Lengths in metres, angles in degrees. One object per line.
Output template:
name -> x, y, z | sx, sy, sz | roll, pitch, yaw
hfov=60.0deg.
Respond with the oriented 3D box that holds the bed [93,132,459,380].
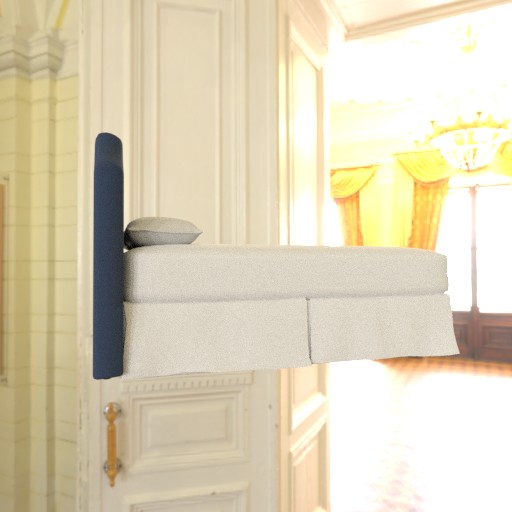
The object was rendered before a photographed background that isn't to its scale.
bed -> 0.000, 0.000, 3.338 | 2.260, 1.297, 1.831 | 0, -1, -19
